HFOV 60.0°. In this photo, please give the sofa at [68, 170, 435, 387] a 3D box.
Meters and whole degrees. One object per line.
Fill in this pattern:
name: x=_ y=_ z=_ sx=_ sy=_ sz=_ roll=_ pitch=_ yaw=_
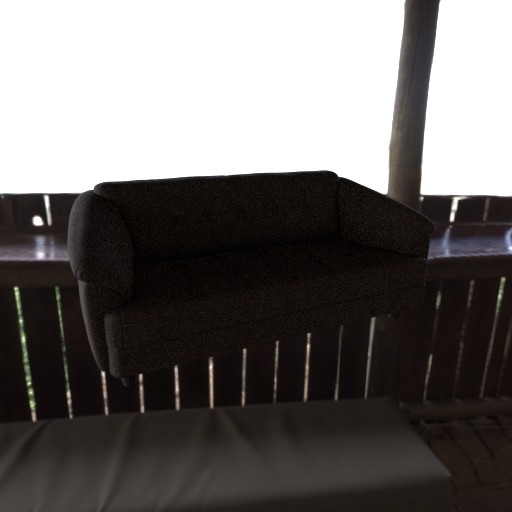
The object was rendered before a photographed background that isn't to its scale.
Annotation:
sofa: x=0.000 y=0.000 z=2.354 sx=1.849 sy=0.790 sz=0.887 roll=-8 pitch=18 yaw=-26
